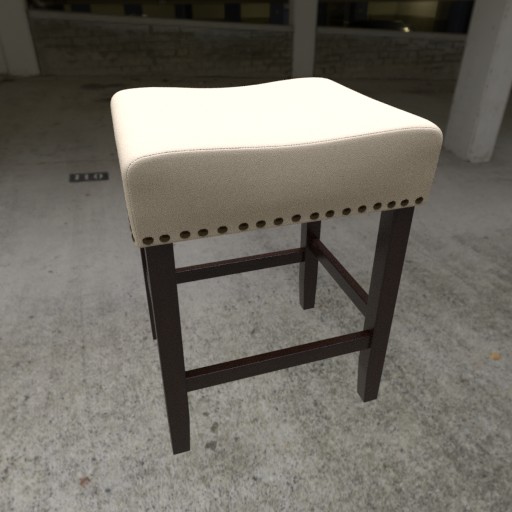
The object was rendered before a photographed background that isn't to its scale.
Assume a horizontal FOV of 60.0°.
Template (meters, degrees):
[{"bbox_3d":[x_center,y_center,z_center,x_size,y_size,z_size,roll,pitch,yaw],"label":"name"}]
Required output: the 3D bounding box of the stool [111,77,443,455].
[{"bbox_3d":[0.000,0.000,0.905,0.471,0.609,0.401,-10,33,-15],"label":"stool"}]
